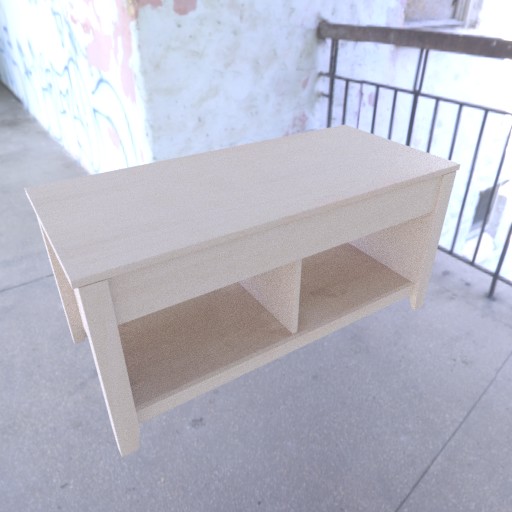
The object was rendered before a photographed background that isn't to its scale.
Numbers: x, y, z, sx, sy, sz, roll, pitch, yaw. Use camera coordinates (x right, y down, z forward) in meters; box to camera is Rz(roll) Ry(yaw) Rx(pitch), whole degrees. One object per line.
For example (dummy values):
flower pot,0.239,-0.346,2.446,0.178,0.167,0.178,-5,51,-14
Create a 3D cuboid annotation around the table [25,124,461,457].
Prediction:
table,0.000,0.000,1.251,1.016,0.483,0.457,-19,36,-27
